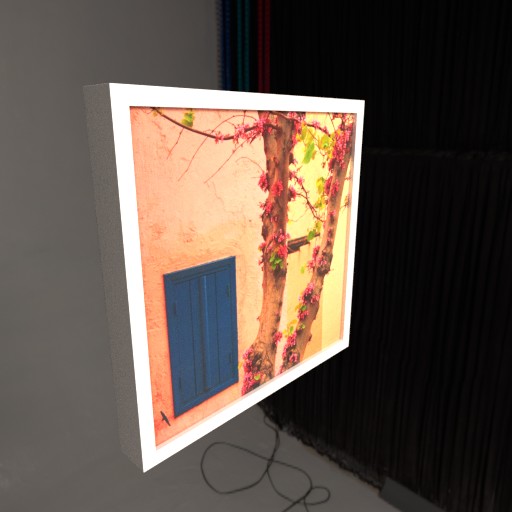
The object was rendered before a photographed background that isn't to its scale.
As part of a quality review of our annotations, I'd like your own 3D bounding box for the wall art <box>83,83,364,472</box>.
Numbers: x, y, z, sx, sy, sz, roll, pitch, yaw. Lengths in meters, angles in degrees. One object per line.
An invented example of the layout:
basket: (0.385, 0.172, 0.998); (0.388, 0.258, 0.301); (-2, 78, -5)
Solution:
wall art: (0.000, 0.000, 0.441); (0.038, 0.302, 0.305); (16, 23, 42)
